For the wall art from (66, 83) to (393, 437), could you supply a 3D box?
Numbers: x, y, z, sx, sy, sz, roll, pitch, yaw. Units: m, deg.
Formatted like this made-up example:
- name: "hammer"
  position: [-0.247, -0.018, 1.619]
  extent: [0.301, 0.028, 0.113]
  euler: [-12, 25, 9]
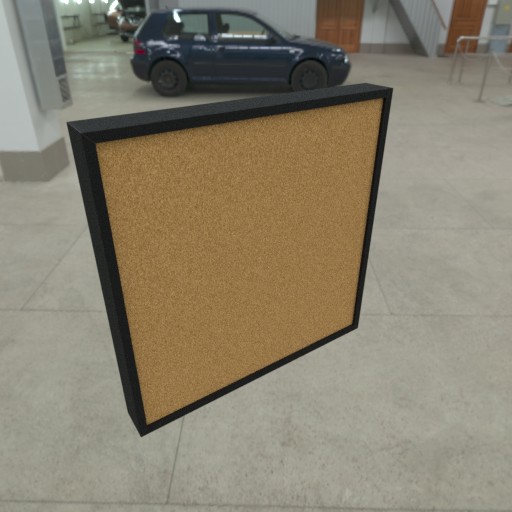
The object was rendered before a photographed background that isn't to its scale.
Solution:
- name: "wall art"
  position: [0.000, 0.000, 0.457]
  extent: [0.305, 0.305, 0.037]
  euler: [-19, 35, -29]
